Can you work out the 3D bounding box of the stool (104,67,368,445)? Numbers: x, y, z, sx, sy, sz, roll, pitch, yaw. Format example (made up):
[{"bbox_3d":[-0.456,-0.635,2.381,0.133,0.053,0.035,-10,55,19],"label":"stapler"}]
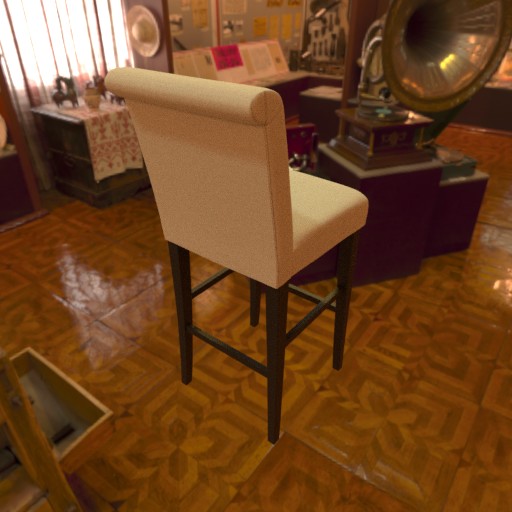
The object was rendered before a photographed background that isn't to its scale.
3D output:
[{"bbox_3d":[0.000,0.000,1.394,0.452,1.124,0.597,22,38,32],"label":"stool"}]
